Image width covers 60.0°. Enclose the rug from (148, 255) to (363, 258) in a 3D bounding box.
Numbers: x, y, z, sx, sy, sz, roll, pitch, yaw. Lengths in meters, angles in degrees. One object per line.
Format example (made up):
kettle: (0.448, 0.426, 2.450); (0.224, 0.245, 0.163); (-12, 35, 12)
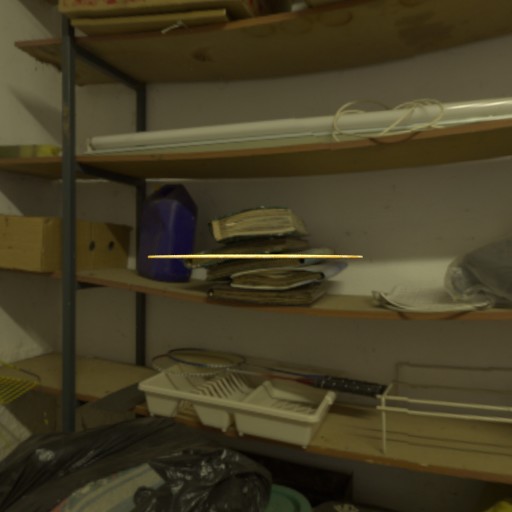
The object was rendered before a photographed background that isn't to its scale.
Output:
rug: (0.000, 0.000, 2.790); (0.775, 0.010, 2.438); (0, 0, 0)
